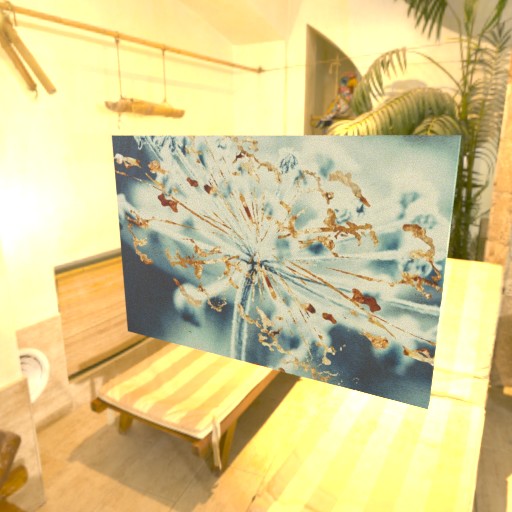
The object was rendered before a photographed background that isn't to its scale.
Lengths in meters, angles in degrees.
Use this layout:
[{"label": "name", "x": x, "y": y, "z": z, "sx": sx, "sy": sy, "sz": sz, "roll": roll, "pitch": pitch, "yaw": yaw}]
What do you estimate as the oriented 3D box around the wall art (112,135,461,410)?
[{"label": "wall art", "x": 0.000, "y": 0.000, "z": 1.158, "sx": 0.912, "sy": 0.608, "sz": 0.038, "roll": 8, "pitch": 17, "yaw": 27}]
